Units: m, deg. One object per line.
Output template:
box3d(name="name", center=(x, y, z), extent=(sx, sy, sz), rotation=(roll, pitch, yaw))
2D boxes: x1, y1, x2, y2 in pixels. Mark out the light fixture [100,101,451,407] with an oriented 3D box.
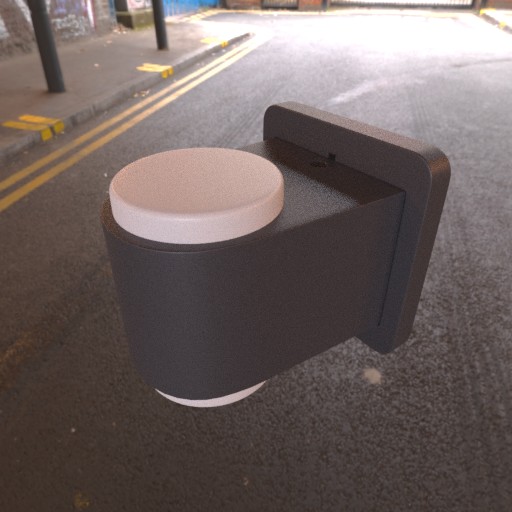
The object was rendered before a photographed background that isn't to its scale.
box3d(name="light fixture", center=(0.000, 0.000, 0.211), extent=(0.132, 0.109, 0.109), rotation=(-22, 39, -30))
